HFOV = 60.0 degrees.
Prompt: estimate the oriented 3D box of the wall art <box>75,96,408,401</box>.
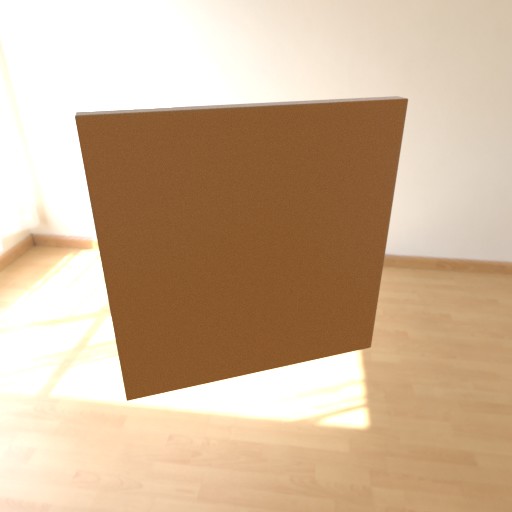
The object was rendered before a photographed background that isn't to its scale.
[{"bbox_3d":[0.000,0.000,1.971,1.287,1.288,0.078,-8,29,-16],"label":"wall art"}]
